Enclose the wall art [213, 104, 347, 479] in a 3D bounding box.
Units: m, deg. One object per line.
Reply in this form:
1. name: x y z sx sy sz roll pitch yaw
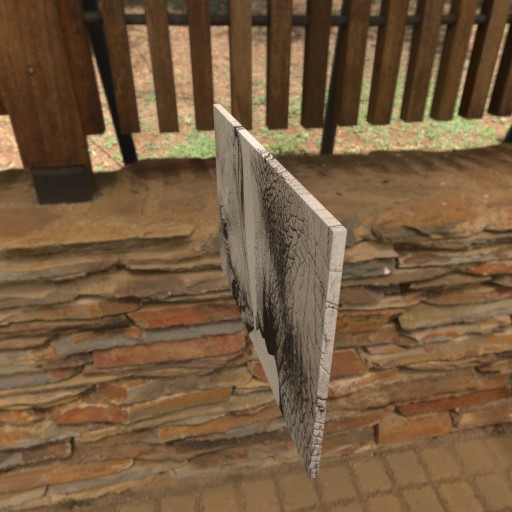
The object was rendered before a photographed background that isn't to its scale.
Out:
1. wall art: 0.000 0.000 1.192 0.023 0.607 0.914 -8 32 -14
